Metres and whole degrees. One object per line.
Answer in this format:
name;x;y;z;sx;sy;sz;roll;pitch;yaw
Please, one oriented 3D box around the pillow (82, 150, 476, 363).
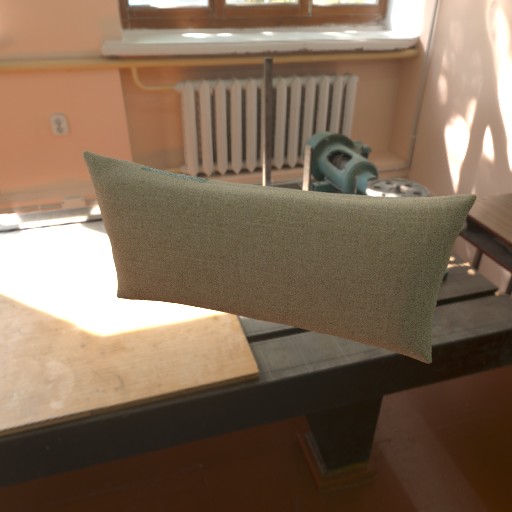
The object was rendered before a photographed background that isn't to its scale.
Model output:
pillow;0.000;0.000;1.042;0.859;0.429;0.197;10;32;16
